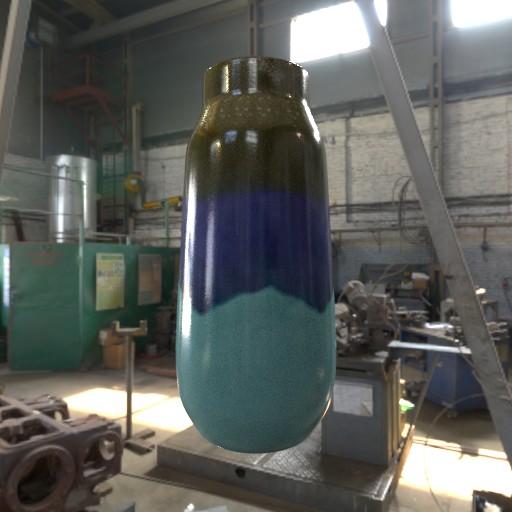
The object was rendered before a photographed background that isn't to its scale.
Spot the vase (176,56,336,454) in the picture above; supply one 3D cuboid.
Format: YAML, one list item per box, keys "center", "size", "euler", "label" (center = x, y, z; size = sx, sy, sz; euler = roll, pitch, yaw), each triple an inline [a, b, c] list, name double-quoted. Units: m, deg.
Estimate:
- center: [0.000, 0.000, 0.389]
  size: [0.139, 0.313, 0.139]
  euler: [0, 0, 0]
  label: "vase"
